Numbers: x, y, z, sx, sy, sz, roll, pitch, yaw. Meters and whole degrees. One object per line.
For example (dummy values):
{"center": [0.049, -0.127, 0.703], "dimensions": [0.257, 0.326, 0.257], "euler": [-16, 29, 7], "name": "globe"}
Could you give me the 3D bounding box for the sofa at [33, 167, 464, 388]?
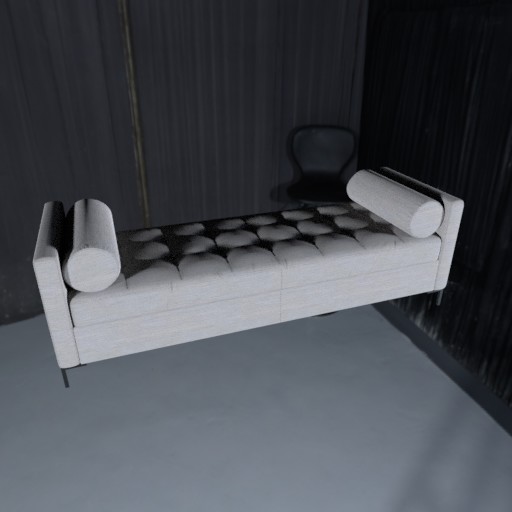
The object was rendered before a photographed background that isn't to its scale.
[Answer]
{"center": [0.000, 0.000, 2.333], "dimensions": [1.981, 0.635, 0.686], "euler": [-9, 28, -17], "name": "sofa"}
